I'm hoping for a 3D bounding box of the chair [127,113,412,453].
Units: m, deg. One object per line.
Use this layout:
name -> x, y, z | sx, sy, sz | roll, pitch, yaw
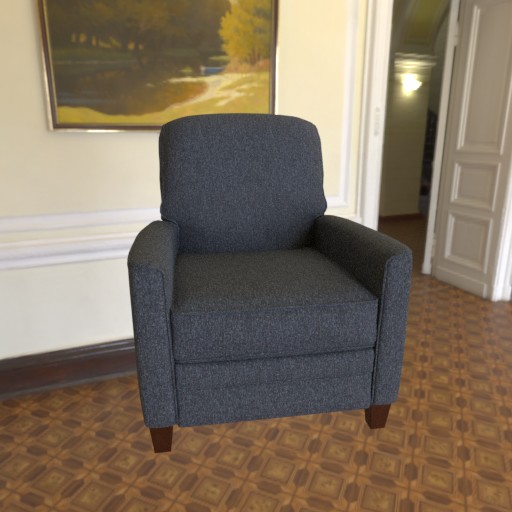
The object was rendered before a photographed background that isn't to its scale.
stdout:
chair -> 0.000, 0.000, 1.614 | 0.839, 1.016, 0.850 | -3, 16, -9
